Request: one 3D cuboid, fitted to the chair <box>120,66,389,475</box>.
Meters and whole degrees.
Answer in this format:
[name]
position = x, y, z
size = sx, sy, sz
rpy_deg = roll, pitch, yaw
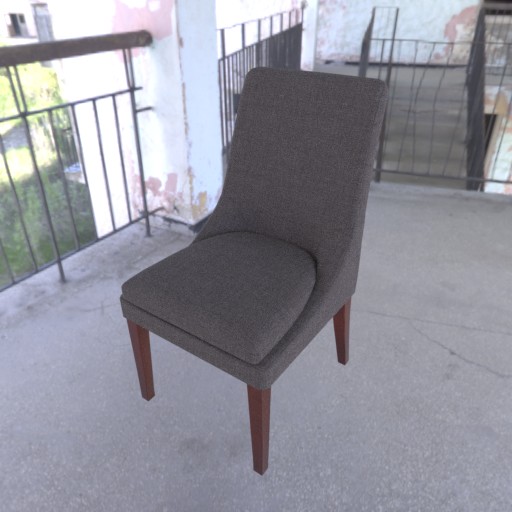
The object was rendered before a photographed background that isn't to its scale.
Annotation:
[chair]
position = 0.000, 0.000, 1.322
size = 0.508, 0.952, 0.655
rpy_deg = 20, 36, 29
